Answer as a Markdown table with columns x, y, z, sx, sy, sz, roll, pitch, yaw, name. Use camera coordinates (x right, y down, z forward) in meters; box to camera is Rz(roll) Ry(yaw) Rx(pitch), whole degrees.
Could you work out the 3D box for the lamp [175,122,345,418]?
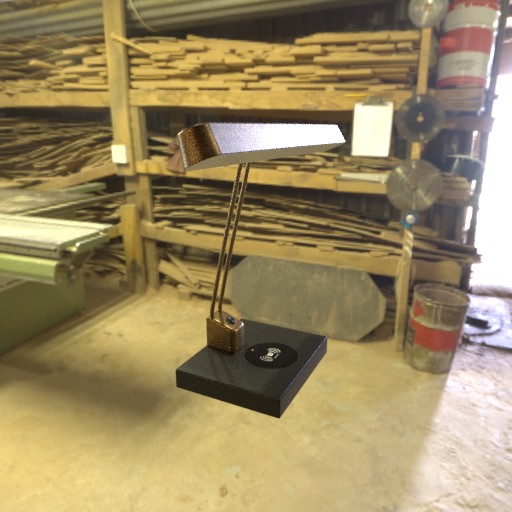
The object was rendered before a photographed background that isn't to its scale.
| x | y | z | sx | sy | sz | roll | pitch | yaw | name |
| --- | --- | --- | --- | --- | --- | --- | --- | --- | --- |
| 0.000 | 0.000 | 0.603 | 0.156 | 0.345 | 0.412 | 8 | 18 | 25 | lamp |
